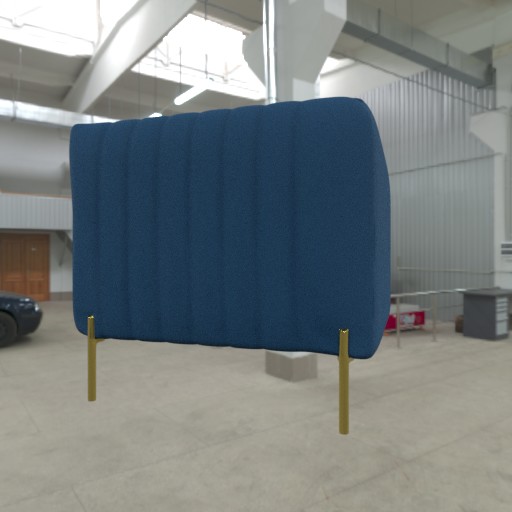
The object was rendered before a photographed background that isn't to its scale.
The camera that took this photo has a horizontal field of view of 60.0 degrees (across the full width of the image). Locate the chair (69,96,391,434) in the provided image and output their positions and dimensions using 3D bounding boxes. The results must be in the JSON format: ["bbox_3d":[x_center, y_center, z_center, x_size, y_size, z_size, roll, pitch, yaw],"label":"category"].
[{"bbox_3d":[0.000,0.000,1.541,0.877,0.793,0.947,0,0,19],"label":"chair"}]
